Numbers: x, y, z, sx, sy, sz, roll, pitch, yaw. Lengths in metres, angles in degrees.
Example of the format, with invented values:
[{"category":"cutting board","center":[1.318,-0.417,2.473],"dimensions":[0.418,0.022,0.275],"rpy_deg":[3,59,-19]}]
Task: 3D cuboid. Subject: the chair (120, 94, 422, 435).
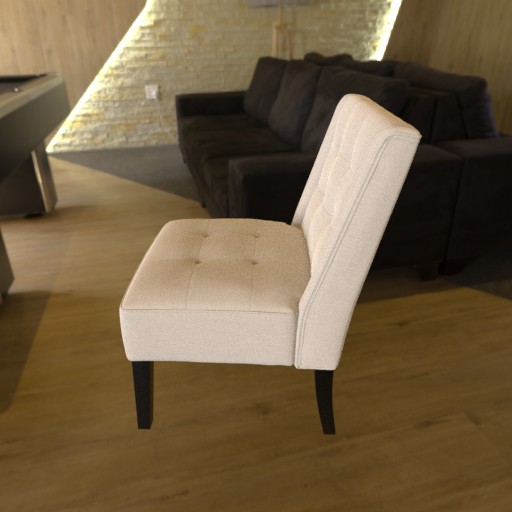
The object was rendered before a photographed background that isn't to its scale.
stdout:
[{"category":"chair","center":[0.000,0.000,1.303],"dimensions":[0.676,0.853,0.569],"rpy_deg":[1,27,2]}]
